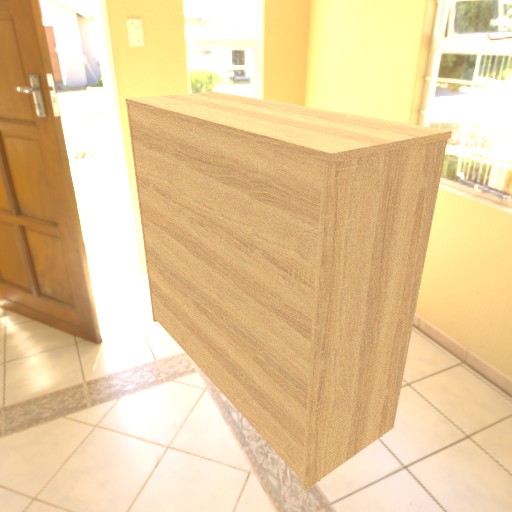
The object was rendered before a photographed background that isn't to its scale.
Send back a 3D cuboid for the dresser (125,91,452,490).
[{"bbox_3d":[0.000,0.000,1.433,0.380,0.900,0.980,-18,31,-32],"label":"dresser"}]
